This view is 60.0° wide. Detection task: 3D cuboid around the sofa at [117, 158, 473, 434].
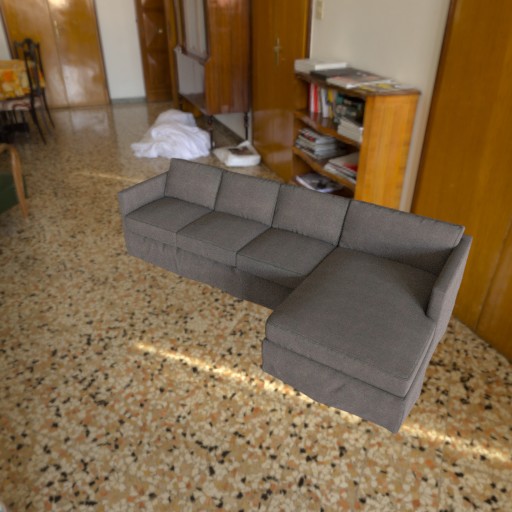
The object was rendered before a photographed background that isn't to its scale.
[{"bbox_3d":[0.000,0.000,3.881,3.205,0.922,1.650,18,35,28],"label":"sofa"}]
